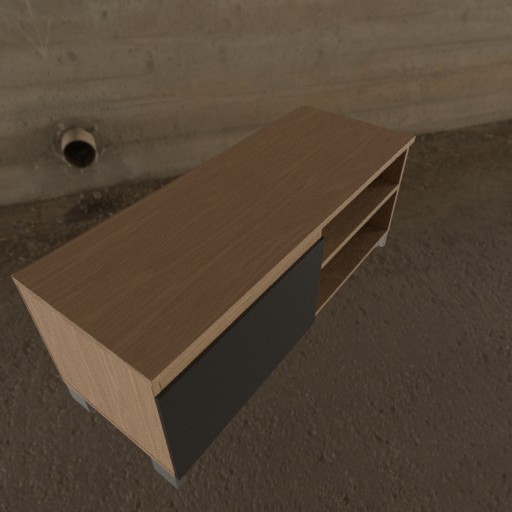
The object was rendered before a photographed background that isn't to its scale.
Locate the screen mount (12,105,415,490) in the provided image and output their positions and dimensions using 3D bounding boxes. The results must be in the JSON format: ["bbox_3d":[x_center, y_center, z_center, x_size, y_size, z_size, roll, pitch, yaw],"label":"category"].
[{"bbox_3d":[0.000,0.000,1.255,0.406,0.432,1.084,26,47,27],"label":"screen mount"}]
